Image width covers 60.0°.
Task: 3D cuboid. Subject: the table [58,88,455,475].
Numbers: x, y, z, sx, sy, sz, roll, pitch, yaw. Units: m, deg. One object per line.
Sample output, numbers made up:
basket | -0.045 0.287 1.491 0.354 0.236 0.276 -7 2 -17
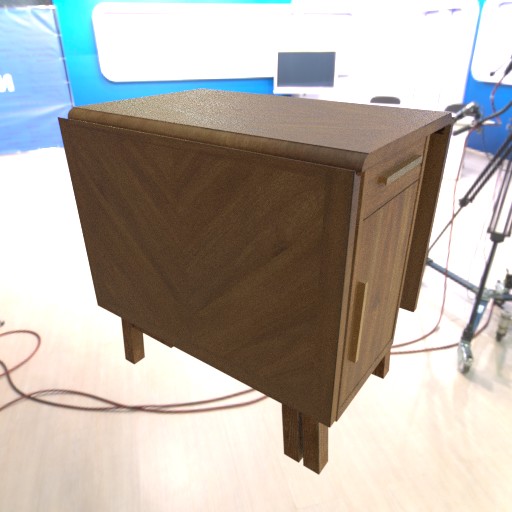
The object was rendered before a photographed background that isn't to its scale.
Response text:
table | 0.000 0.000 1.545 0.967 0.981 0.701 18 32 32
